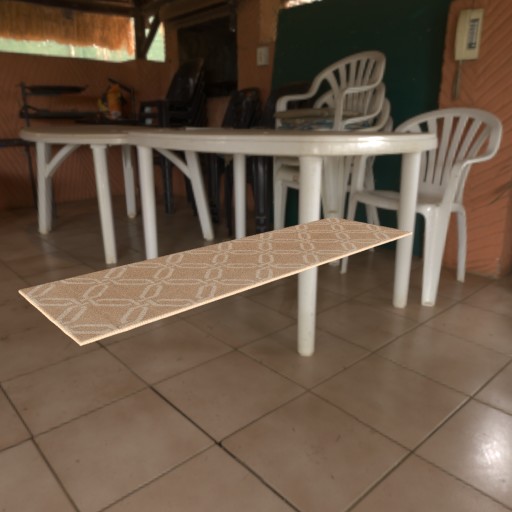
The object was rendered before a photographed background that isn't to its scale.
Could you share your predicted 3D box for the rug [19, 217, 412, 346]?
[{"bbox_3d":[0.000,0.000,2.485,2.276,0.014,0.678,-15,23,-41],"label":"rug"}]
